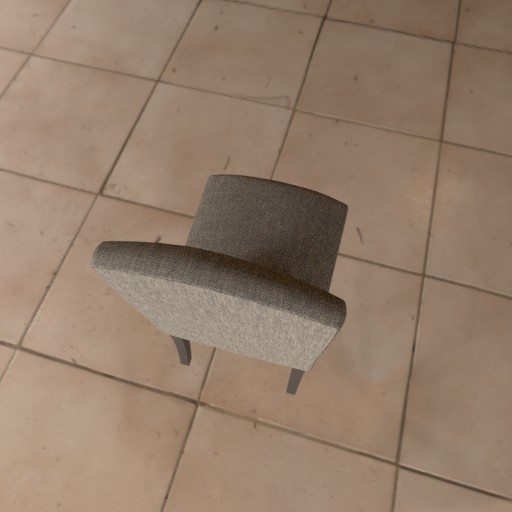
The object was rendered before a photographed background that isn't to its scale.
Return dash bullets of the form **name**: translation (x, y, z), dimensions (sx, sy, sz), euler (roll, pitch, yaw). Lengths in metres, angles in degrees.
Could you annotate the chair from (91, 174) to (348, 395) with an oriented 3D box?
- **chair**: translation (0.000, 0.000, 1.227), dimensions (0.451, 0.917, 0.580), euler (13, 65, 7)
